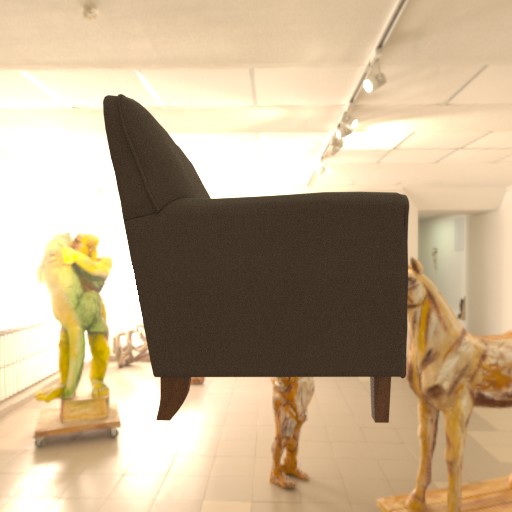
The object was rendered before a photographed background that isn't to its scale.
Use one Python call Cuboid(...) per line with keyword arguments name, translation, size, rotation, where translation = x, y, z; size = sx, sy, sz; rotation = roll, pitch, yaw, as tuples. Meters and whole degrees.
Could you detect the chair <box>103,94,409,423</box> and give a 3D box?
Cuboid(name="chair", translation=(0.000, 0.000, 1.587), size=(0.831, 0.911, 0.836), rotation=(0, 0, 2))
